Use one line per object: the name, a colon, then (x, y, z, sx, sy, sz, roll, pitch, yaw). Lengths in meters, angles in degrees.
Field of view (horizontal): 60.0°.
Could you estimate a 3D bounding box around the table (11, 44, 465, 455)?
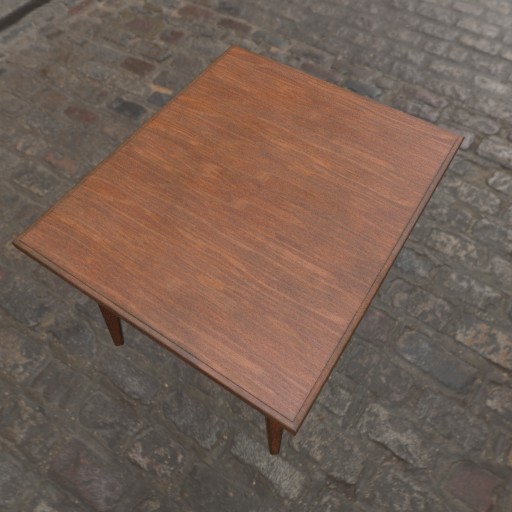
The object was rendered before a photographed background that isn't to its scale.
table: (0.000, 0.000, 1.539, 0.838, 0.761, 0.991, 29, 63, 16)
